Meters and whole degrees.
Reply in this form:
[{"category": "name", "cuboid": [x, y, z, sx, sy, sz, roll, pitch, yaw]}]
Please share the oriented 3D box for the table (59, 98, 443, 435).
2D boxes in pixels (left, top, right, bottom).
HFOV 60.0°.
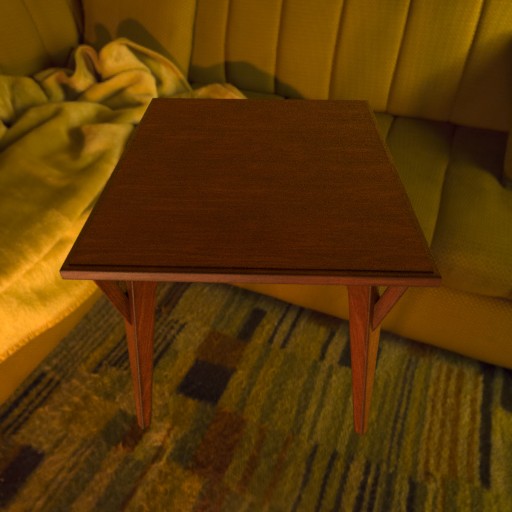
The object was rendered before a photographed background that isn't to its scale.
[{"category": "table", "cuboid": [0.000, 0.000, 1.584, 0.838, 0.761, 0.991, 1, 41, 1]}]
